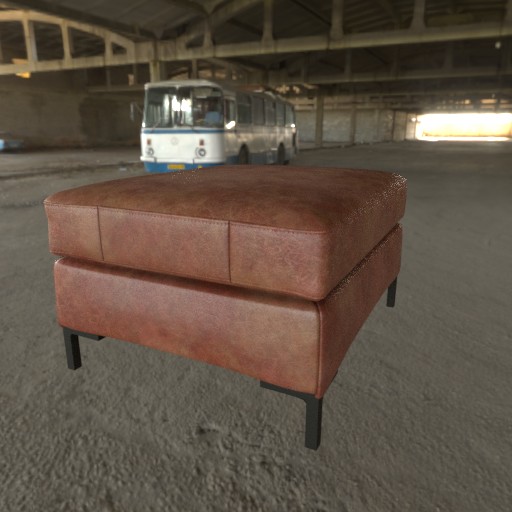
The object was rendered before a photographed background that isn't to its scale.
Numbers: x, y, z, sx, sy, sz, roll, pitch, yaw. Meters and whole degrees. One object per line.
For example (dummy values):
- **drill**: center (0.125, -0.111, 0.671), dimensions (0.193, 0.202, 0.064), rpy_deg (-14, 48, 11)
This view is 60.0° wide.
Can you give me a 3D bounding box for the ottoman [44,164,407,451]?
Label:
- **ottoman**: center (0.000, 0.000, 1.774), dimensions (0.965, 0.667, 1.186), rpy_deg (8, 18, 26)
